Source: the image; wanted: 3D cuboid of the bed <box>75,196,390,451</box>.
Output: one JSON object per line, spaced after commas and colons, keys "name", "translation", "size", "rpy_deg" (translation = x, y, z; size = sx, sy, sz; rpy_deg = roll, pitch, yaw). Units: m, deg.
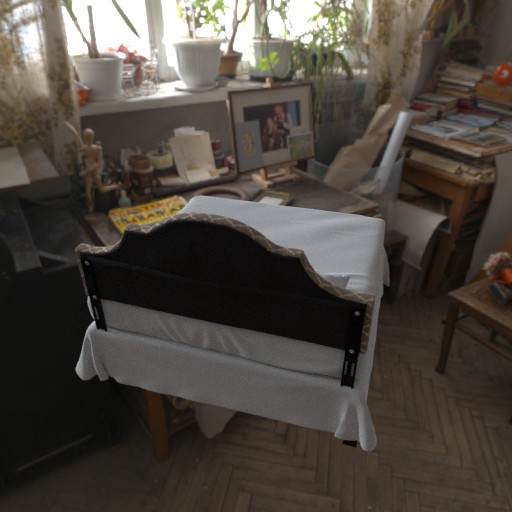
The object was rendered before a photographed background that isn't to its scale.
{"name": "bed", "translation": [0.000, 0.000, 3.721], "size": [2.314, 1.601, 2.222], "rpy_deg": [9, 32, 15]}
